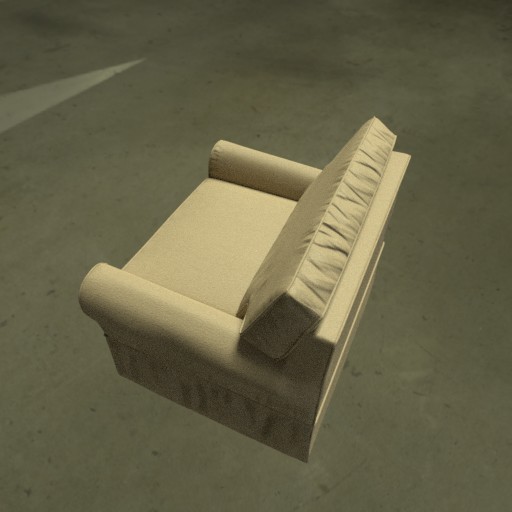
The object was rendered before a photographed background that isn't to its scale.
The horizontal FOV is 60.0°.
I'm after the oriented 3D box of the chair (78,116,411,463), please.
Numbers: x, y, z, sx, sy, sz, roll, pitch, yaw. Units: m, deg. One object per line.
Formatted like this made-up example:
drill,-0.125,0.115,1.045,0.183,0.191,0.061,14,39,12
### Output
chair,0.000,0.000,1.791,0.903,0.937,1.096,18,48,17
